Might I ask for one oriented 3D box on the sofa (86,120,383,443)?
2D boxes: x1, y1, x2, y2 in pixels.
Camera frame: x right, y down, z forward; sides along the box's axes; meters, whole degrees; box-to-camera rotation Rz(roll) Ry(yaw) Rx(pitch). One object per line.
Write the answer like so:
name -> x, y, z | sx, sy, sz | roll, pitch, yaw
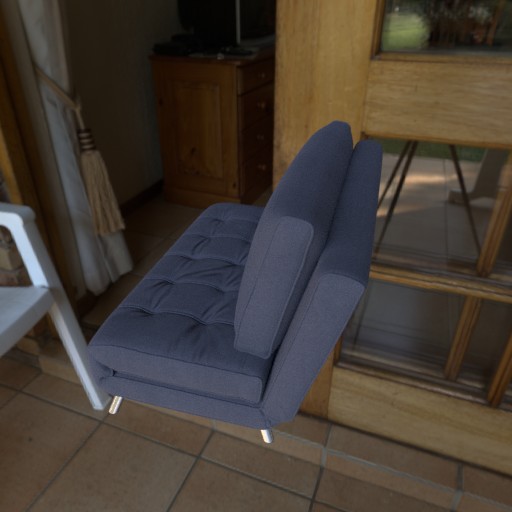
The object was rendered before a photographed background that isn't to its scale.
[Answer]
sofa -> 0.000, 0.000, 1.852 | 0.910, 0.910, 1.220 | 8, 32, 13
